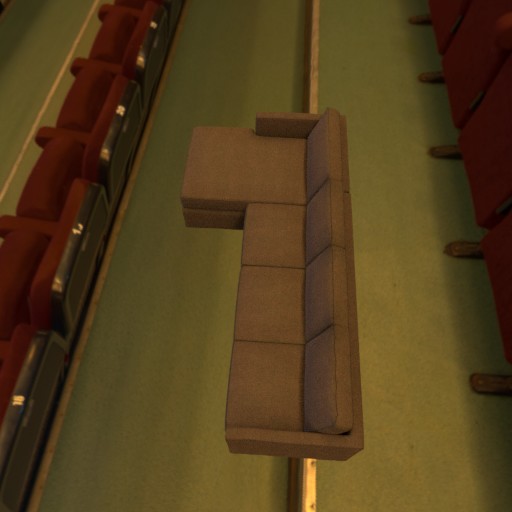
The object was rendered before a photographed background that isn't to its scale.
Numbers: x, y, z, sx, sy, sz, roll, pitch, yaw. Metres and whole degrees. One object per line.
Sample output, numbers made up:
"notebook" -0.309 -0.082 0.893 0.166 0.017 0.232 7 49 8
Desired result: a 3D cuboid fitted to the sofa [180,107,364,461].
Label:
"sofa" 0.000 0.000 3.982 1.650 0.922 3.205 3 59 2
